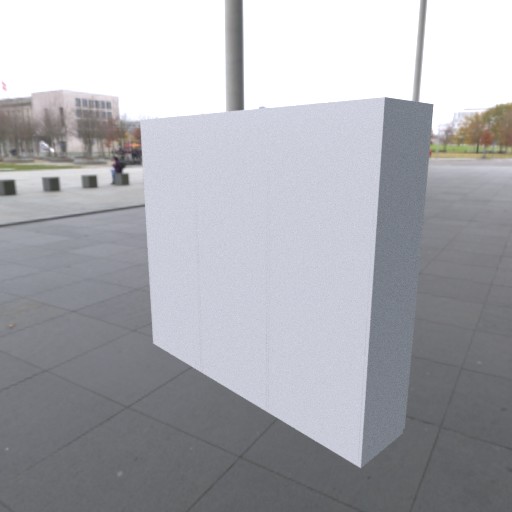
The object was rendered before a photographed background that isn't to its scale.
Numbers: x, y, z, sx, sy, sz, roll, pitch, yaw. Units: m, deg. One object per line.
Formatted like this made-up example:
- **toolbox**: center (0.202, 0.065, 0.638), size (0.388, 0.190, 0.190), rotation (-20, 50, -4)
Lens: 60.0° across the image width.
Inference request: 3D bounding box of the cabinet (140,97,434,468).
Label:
- **cabinet**: center (0.000, 0.000, 3.863), size (0.590, 2.370, 2.700), rotation (-12, 18, -42)
